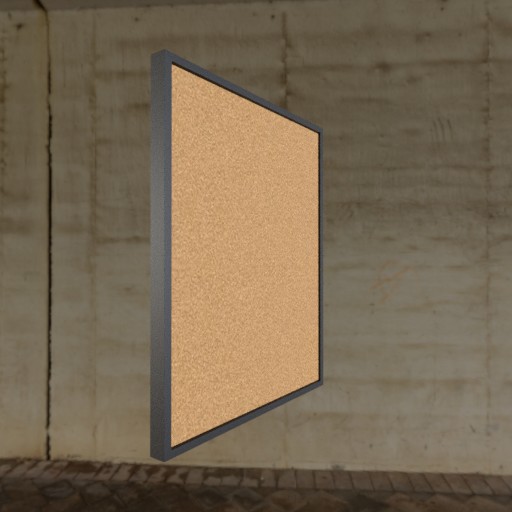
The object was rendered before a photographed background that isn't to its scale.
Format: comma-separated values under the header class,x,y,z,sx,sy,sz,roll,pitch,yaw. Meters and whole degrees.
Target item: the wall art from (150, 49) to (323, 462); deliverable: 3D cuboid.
class,x,y,z,sx,sy,sz,roll,pitch,yaw
wall art,0.000,0.000,0.792,0.029,0.559,0.457,0,0,36
